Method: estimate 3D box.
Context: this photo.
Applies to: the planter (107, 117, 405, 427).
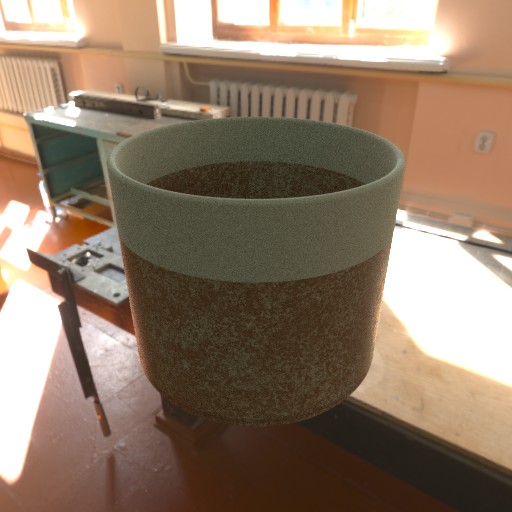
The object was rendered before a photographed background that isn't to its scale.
[{"bbox_3d":[0.000,0.000,0.278,0.159,0.138,0.159,0,29,0],"label":"planter"}]
